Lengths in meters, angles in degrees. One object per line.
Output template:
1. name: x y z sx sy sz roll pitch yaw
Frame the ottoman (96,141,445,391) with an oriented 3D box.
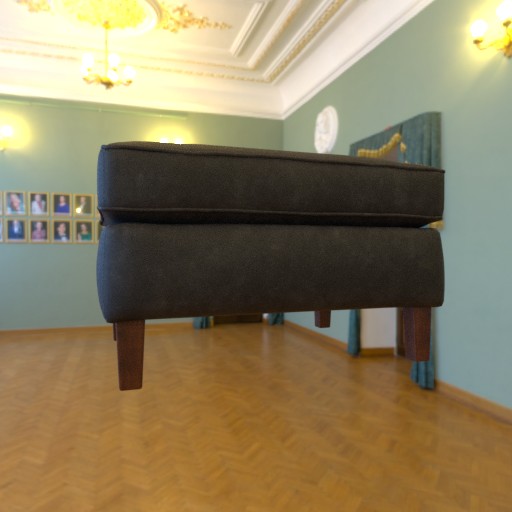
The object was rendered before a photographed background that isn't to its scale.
1. ottoman: 0.000 0.000 0.986 0.665 0.413 0.501 0 1 -19
